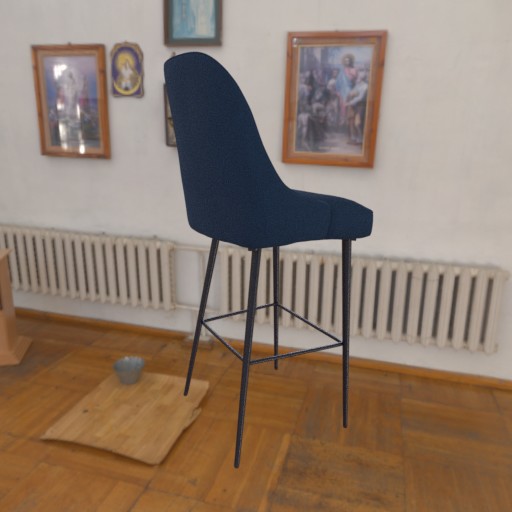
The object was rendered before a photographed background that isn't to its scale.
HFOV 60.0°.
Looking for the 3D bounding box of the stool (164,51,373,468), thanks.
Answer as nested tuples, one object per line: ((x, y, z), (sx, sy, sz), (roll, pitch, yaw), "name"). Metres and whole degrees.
((0.000, 0.000, 1.352), (0.489, 1.079, 0.527), (-8, 16, -28), "stool")
